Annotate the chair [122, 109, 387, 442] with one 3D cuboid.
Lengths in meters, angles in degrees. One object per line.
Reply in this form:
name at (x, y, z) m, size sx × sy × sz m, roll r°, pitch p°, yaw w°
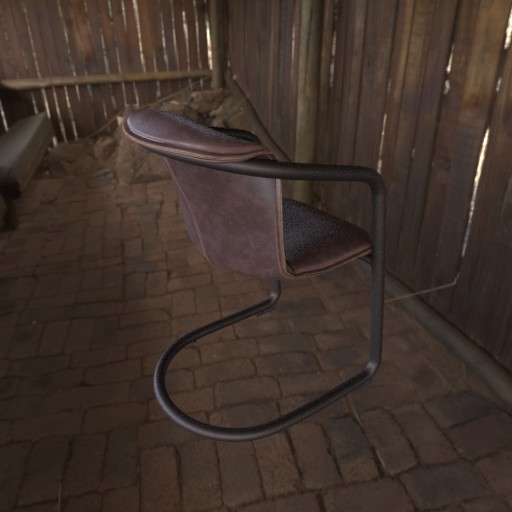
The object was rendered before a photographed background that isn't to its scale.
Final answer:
chair at (0.000, 0.000, 1.262) m, size 0.664 × 0.836 × 0.536 m, roll -18°, pitch 33°, yaw -31°
